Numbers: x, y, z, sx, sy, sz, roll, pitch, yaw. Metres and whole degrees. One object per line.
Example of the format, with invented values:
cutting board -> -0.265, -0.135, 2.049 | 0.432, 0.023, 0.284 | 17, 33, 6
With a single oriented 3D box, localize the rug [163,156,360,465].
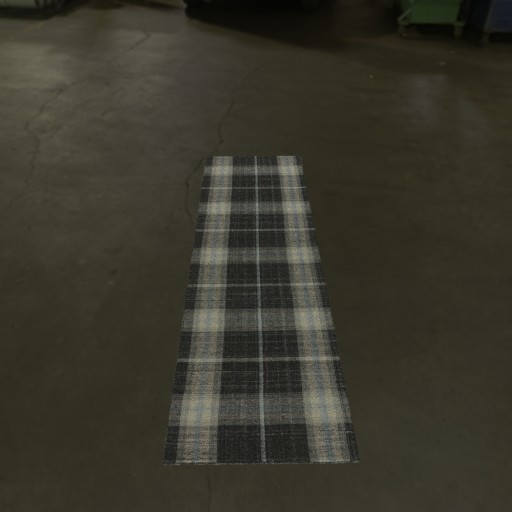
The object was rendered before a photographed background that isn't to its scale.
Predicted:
rug -> 0.000, 0.000, 2.611 | 0.760, 0.012, 2.434 | -1, 41, -1
